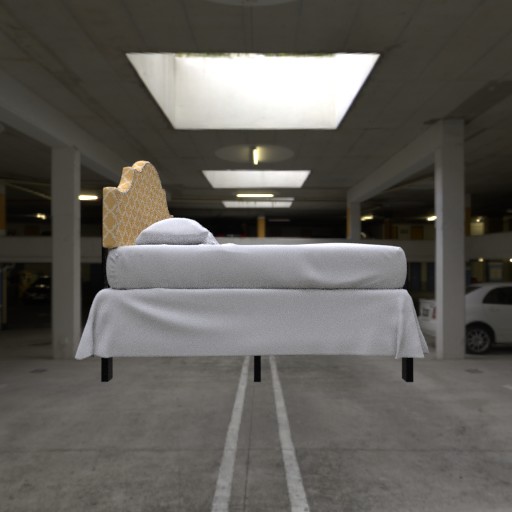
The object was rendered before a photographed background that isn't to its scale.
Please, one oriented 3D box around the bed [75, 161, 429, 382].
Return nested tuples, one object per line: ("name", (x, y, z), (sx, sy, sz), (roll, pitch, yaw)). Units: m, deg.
("bed", (0.000, 0.000, 3.835), (2.222, 1.601, 2.314), (0, 0, 0))
